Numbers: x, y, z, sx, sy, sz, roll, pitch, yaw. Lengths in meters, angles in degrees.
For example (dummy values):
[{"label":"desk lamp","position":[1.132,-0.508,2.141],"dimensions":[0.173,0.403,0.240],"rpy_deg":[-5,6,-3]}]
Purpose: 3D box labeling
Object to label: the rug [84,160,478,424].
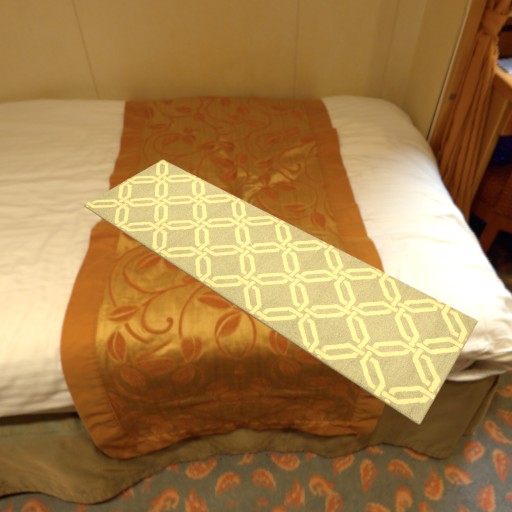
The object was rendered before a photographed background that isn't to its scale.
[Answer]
[{"label":"rug","position":[0.000,0.000,2.508],"dimensions":[2.276,0.014,0.678],"rpy_deg":[30,52,26]}]
